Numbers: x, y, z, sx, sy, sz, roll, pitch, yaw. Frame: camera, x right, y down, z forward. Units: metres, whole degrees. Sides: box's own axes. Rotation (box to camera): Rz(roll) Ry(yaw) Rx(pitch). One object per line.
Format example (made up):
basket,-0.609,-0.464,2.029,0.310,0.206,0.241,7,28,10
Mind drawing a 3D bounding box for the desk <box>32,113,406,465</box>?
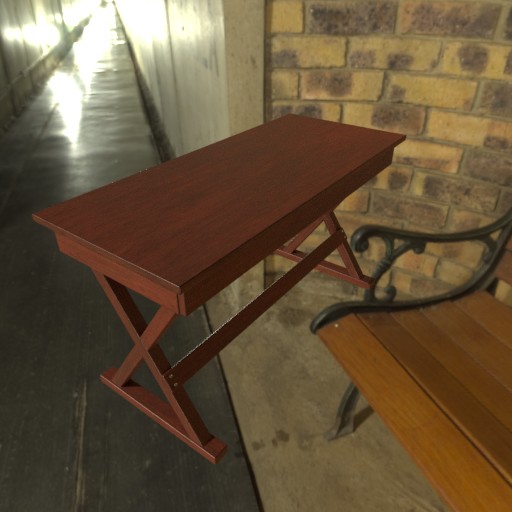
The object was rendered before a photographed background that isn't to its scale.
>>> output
desk,0.000,0.000,1.799,0.600,0.761,1.372,22,38,30
